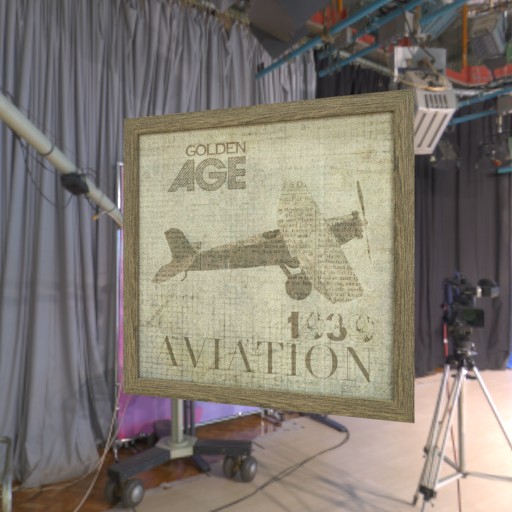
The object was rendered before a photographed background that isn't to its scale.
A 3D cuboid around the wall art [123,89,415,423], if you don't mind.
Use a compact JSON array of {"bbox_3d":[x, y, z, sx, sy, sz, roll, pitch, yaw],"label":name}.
[{"bbox_3d":[0.000,0.000,0.755,0.508,0.508,0.019,0,0,17],"label":"wall art"}]
